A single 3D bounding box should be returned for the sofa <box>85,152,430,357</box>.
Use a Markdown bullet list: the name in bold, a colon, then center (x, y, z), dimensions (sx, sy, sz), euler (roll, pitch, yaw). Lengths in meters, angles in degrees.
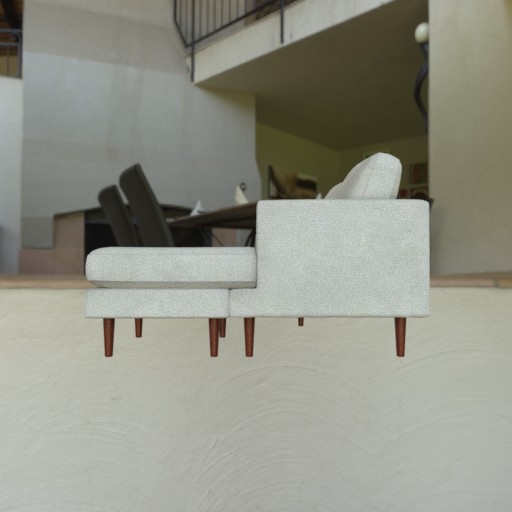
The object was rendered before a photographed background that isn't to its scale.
- **sofa**: center (0.000, 0.000, 3.023), dimensions (1.504, 0.956, 2.233), euler (0, -1, 0)
